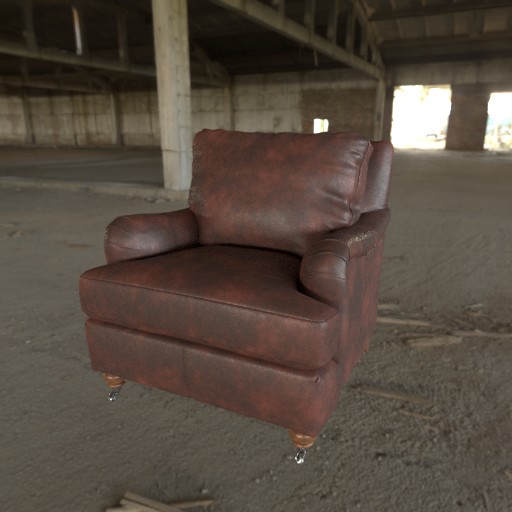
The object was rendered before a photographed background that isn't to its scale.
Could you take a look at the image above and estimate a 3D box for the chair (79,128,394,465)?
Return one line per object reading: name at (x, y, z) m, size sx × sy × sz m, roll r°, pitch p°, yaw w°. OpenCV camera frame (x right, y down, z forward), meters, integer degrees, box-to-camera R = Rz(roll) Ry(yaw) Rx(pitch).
chair at (0.000, 0.000, 1.907) m, size 0.987 × 1.051 × 1.156 m, roll 8°, pitch 18°, yaw 25°
